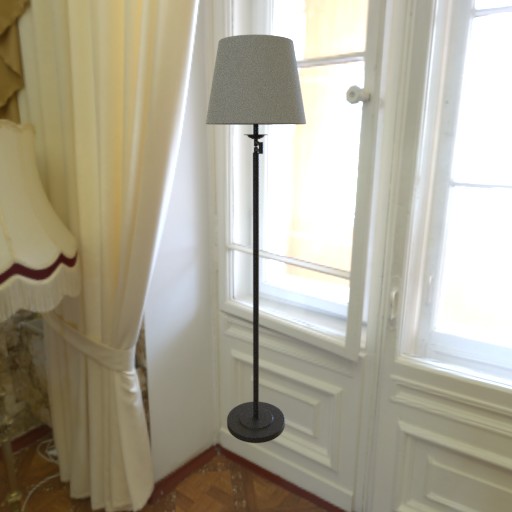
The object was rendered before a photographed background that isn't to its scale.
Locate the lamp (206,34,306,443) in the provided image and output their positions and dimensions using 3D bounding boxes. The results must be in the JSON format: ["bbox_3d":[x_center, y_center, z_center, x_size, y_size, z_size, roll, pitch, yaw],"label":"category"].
[{"bbox_3d":[0.000,0.000,1.670,0.348,1.473,0.348,-3,16,-9],"label":"lamp"}]
